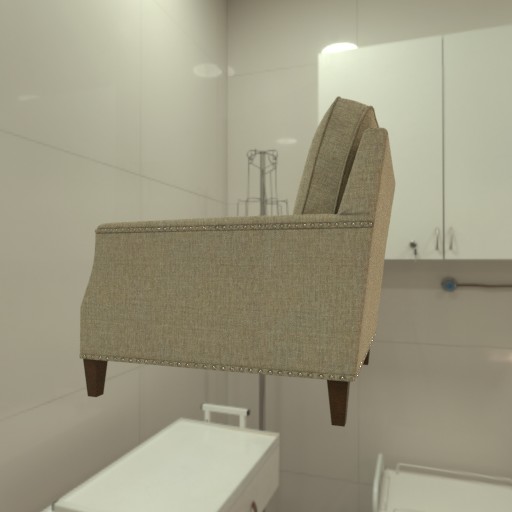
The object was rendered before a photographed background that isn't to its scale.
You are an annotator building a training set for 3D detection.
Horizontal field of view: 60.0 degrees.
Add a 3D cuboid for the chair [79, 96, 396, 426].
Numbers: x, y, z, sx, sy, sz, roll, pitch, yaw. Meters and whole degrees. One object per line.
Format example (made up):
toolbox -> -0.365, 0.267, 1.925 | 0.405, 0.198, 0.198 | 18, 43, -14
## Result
chair -> 0.000, 0.000, 1.715 | 1.014, 0.943, 0.853 | 0, -1, 19
